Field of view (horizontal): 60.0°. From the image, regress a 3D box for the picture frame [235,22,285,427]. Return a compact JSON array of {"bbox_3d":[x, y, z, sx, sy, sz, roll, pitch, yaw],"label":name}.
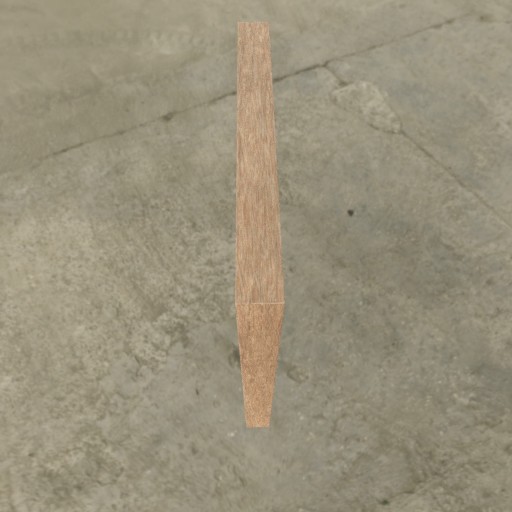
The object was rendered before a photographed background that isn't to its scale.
[{"bbox_3d":[0.000,0.000,0.716,0.043,0.526,0.424,-1,58,0],"label":"picture frame"}]
